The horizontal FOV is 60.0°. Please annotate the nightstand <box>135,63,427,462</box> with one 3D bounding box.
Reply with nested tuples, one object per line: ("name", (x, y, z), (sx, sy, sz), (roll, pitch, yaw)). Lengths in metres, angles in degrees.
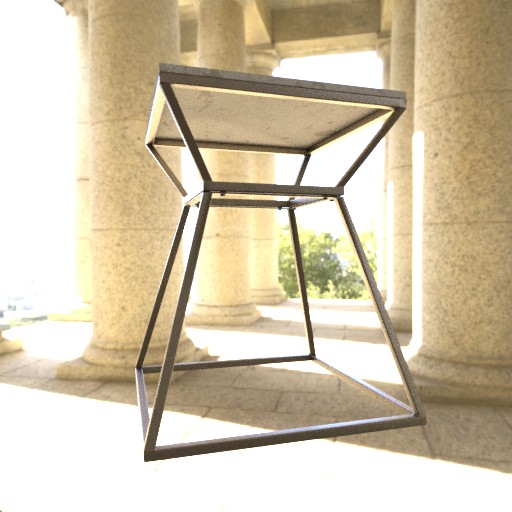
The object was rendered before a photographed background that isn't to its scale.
("nightstand", (0.000, 0.000, 0.881), (0.455, 0.554, 0.455), (0, 1, -17))
